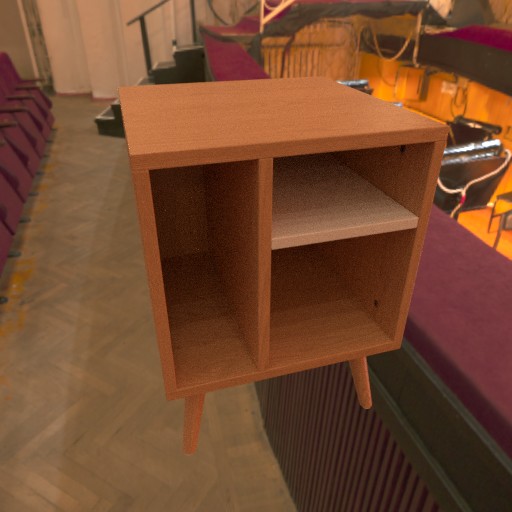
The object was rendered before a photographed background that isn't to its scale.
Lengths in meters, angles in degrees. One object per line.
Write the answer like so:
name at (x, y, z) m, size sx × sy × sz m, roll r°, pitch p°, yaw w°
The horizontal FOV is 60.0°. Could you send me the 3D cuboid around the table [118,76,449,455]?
table at (0.000, 0.000, 0.825) m, size 0.400 × 0.550 × 0.400 m, roll -9°, pitch 32°, yaw -14°
